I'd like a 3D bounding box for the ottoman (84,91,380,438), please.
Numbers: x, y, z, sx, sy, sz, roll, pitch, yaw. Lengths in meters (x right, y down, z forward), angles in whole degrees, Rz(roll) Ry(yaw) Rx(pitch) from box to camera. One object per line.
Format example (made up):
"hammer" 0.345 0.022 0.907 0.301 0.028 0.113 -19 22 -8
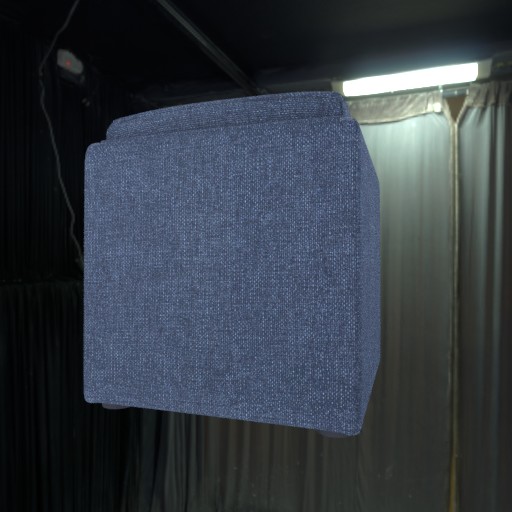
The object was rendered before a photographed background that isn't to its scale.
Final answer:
"ottoman" 0.000 0.000 0.851 0.436 0.493 0.454 0 -1 19
